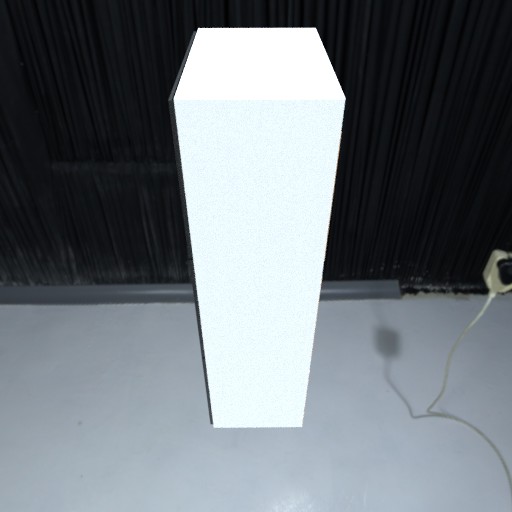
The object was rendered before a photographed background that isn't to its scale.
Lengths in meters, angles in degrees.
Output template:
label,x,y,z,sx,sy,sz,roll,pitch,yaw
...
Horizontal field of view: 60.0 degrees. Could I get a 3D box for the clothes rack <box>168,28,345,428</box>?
label,x,y,z,sx,sy,sz,roll,pitch,yaw
clothes rack,0.000,0.000,1.390,0.330,1.187,0.500,0,41,0
